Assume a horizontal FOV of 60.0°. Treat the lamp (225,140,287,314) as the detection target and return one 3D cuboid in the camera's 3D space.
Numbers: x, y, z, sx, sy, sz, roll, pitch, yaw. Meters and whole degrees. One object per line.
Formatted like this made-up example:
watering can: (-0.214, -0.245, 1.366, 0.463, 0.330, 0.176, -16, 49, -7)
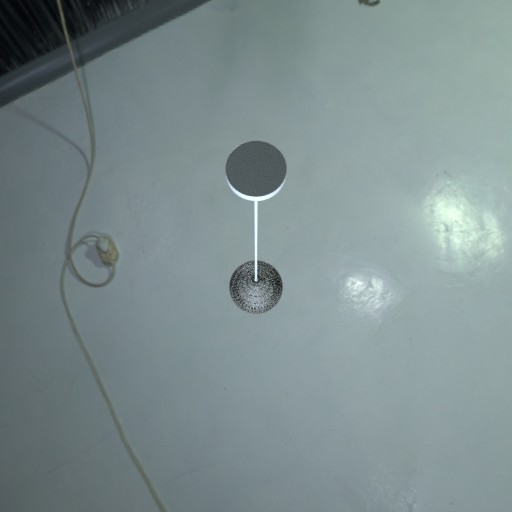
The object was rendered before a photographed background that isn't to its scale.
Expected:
lamp: (0.000, 0.000, 2.131, 0.355, 1.919, 0.355, -37, 79, -9)
